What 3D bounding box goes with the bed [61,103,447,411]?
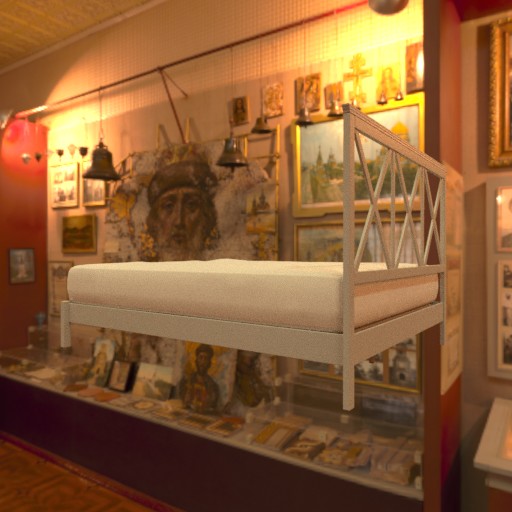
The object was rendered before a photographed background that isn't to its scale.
[{"bbox_3d":[0.000,0.000,3.095,2.135,1.253,1.673,0,0,36],"label":"bed"}]
